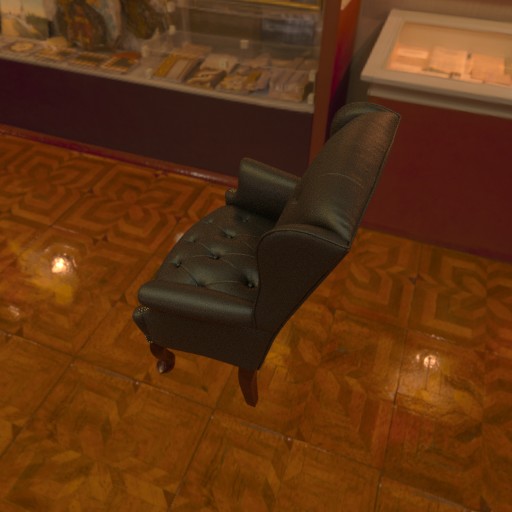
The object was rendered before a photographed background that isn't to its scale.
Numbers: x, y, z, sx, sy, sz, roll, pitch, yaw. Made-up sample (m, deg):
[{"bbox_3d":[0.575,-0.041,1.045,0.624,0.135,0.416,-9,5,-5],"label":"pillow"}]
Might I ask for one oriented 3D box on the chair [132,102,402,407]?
[{"bbox_3d":[0.000,0.000,1.660,0.762,1.111,0.838,17,48,16],"label":"chair"}]
